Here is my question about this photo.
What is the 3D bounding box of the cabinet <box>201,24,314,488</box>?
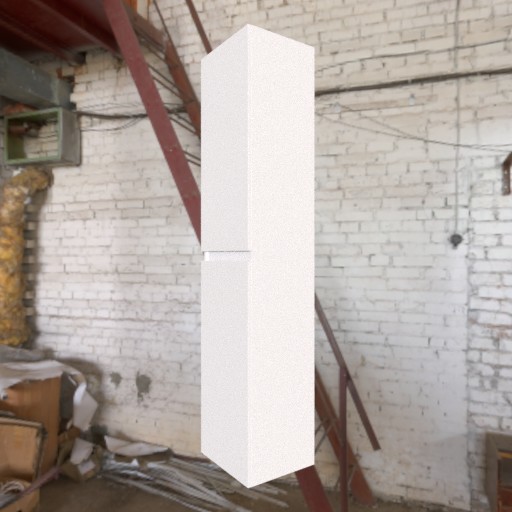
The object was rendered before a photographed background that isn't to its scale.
[{"bbox_3d":[0.000,0.000,1.535,0.269,1.400,0.300,0,0,-35],"label":"cabinet"}]
